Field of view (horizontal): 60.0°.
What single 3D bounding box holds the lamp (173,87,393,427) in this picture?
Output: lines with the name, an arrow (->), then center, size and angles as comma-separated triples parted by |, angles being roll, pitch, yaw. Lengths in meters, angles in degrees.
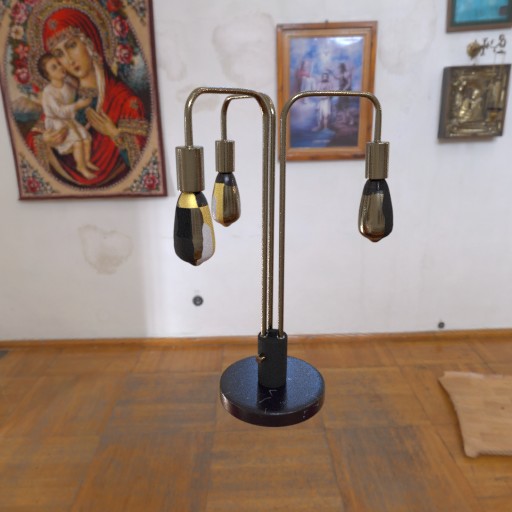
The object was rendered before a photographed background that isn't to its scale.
lamp -> 0.000, 0.000, 0.799 | 0.355, 0.560, 0.368 | 16, 23, 41
